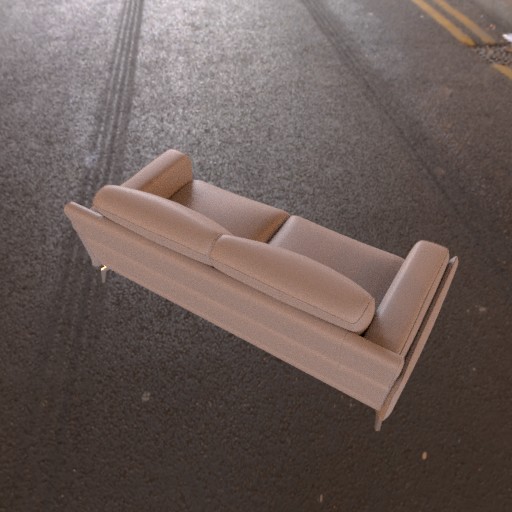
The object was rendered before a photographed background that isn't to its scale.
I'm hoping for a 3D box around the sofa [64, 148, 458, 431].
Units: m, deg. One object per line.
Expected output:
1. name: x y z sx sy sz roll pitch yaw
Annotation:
1. sofa: 0.000 0.000 2.651 2.101 0.930 1.049 24 50 21
